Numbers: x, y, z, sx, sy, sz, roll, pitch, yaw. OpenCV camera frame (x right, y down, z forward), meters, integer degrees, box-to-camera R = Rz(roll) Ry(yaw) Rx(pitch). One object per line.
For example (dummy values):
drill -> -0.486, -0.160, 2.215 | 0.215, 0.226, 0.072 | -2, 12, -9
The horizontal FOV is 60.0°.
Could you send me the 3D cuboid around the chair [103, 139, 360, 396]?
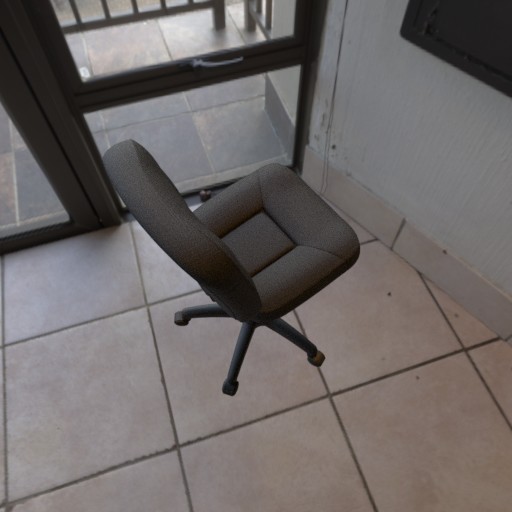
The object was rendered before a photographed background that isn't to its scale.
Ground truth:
chair -> 0.000, 0.000, 1.357 | 0.610, 0.972, 0.610 | -32, 64, -18
